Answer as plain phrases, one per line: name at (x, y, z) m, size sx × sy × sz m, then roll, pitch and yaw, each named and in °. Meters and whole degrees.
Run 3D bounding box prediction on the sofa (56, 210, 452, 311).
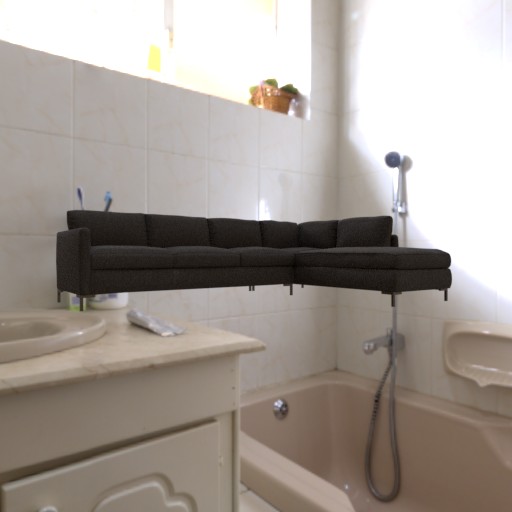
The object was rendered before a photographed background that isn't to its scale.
sofa at (0.000, 0.000, 3.930) m, size 2.949 × 0.815 × 2.007 m, roll 0°, pitch 0°, yaw -36°
